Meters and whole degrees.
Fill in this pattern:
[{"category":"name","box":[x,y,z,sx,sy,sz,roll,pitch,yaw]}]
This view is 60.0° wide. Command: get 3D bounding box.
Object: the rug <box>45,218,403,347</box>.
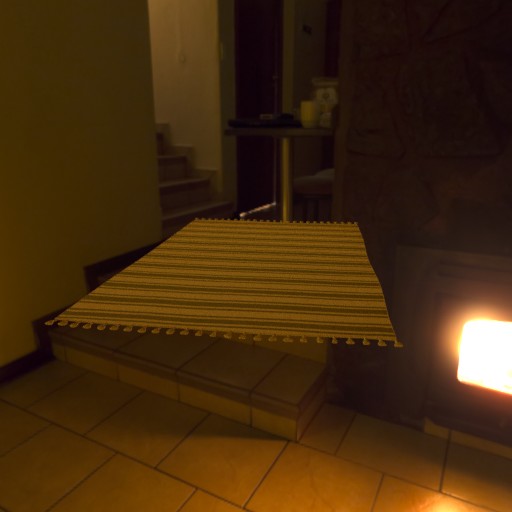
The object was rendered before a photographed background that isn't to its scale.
[{"category":"rug","box":[0.000,0.000,2.284,1.162,0.013,1.875,2,16,8]}]
